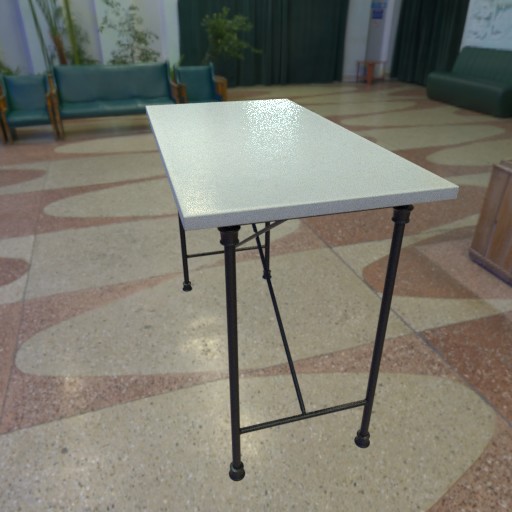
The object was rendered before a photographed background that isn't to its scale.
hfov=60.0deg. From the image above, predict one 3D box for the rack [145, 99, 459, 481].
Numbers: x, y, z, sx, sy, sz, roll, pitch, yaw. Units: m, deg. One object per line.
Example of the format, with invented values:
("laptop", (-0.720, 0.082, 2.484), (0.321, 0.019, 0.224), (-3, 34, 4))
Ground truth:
("rack", (0.000, 0.000, 1.612), (0.613, 0.880, 1.159), (-8, 30, -14))
